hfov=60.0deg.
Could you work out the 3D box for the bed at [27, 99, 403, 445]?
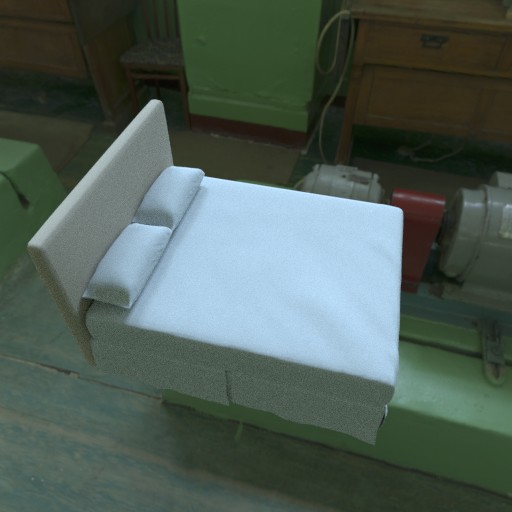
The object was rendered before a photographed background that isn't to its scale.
[{"bbox_3d":[0.000,0.000,3.187,2.142,1.330,1.748,11,48,10],"label":"bed"}]
